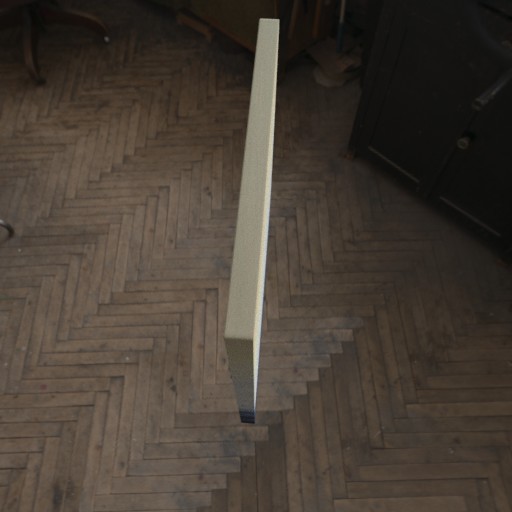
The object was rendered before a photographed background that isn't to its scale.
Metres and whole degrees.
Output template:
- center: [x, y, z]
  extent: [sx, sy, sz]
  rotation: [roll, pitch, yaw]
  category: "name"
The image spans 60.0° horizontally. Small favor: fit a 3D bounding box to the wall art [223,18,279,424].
- center: [0.000, 0.000, 0.978]
  extent: [0.041, 0.710, 0.608]
  rotation: [4, 62, 2]
  category: "wall art"
